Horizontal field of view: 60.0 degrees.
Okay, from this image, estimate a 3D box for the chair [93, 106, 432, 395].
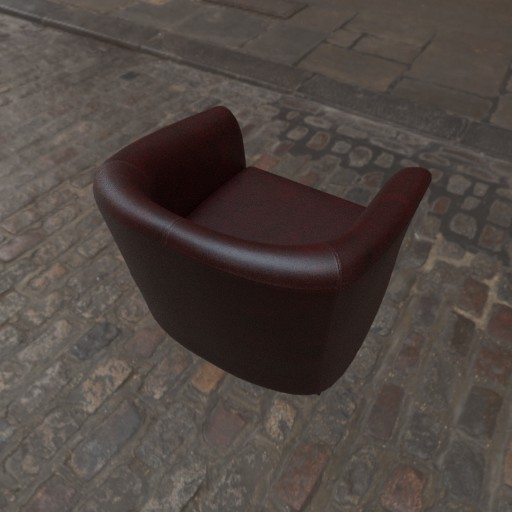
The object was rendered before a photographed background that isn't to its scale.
[{"bbox_3d":[0.000,0.000,1.389,0.792,0.756,0.727,24,50,22],"label":"chair"}]
